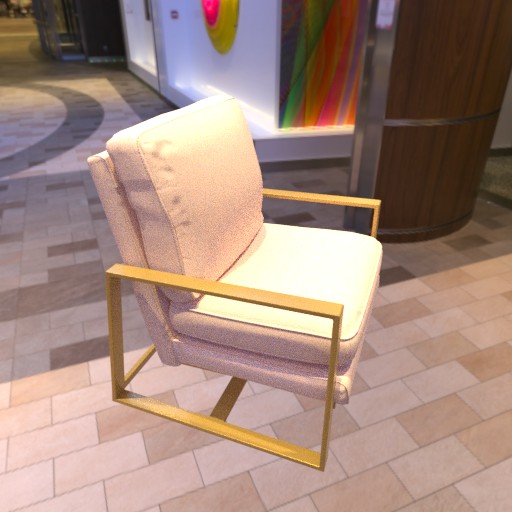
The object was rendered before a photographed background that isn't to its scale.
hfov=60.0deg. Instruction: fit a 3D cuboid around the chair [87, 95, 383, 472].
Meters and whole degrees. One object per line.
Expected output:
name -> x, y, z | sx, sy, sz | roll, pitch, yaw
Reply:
chair -> 0.000, 0.000, 1.524 | 0.813, 0.956, 0.758 | 11, 32, 18
